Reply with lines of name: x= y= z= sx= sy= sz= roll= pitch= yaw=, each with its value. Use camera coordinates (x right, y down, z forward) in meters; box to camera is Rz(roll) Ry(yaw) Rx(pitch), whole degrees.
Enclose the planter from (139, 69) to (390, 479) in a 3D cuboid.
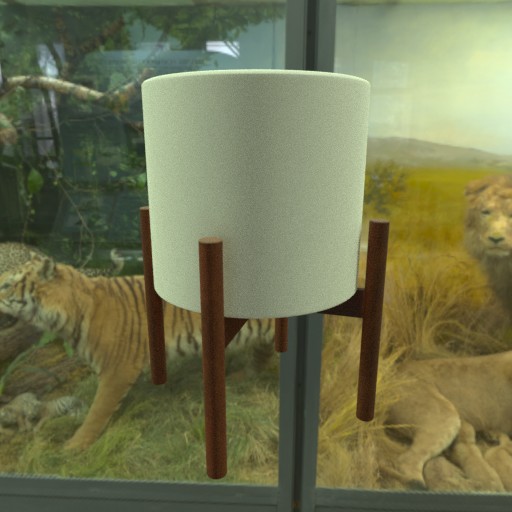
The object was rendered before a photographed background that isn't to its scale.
planter: x=0.000 y=0.000 z=0.493 sx=0.224 sy=0.358 sz=0.224 roll=-8 pitch=17 yaw=-27
